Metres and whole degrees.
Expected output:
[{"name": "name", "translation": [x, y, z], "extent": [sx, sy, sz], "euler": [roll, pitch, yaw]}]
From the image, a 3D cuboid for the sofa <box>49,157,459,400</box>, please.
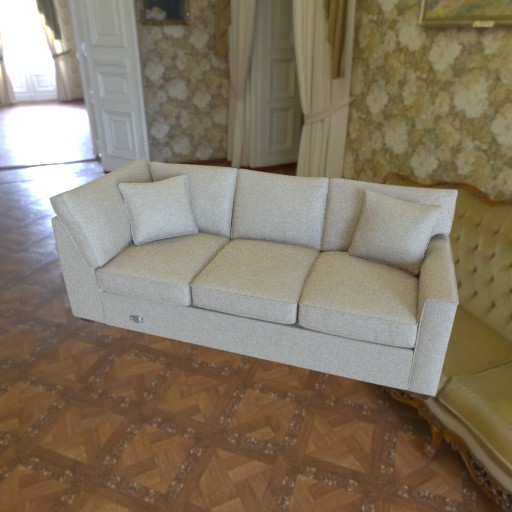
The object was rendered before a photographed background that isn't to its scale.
[{"name": "sofa", "translation": [0.000, 0.000, 2.869], "extent": [2.323, 0.948, 1.053], "euler": [9, 28, 17]}]
